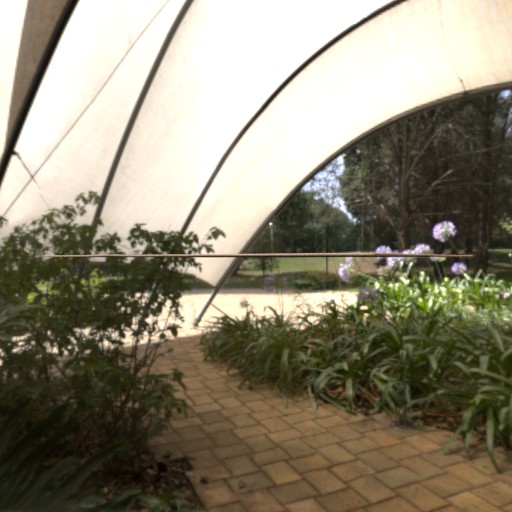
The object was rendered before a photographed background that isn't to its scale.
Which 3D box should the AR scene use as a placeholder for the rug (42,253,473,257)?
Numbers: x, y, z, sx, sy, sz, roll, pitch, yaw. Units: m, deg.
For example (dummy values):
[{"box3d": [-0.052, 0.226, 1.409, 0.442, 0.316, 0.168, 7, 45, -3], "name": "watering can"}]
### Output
[{"box3d": [0.000, 0.000, 4.249, 3.357, 0.019, 2.449, 0, 0, 37], "name": "rug"}]
